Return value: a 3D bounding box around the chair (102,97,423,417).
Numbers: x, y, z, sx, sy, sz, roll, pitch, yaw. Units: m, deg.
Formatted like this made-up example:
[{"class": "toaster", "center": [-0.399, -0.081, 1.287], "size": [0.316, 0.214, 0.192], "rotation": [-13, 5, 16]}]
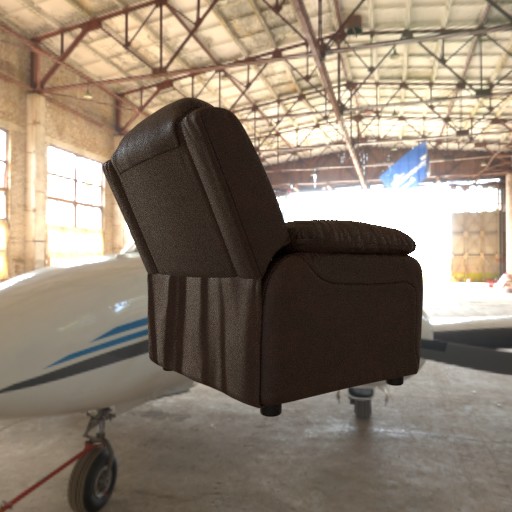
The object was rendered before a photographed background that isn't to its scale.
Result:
[{"class": "chair", "center": [0.000, 0.000, 1.263], "size": [0.707, 0.702, 0.680], "rotation": [1, -1, -36]}]
